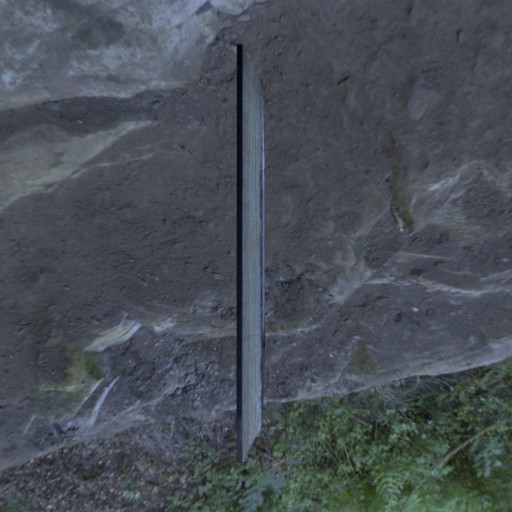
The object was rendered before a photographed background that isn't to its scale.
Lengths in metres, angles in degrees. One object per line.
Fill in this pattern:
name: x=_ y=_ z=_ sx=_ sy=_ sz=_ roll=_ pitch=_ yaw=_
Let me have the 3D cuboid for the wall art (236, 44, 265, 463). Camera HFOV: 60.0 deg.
wall art: x=0.000 y=0.000 z=0.630 sx=0.023 sy=0.457 sz=0.381 roll=0 pitch=89 yaw=2
